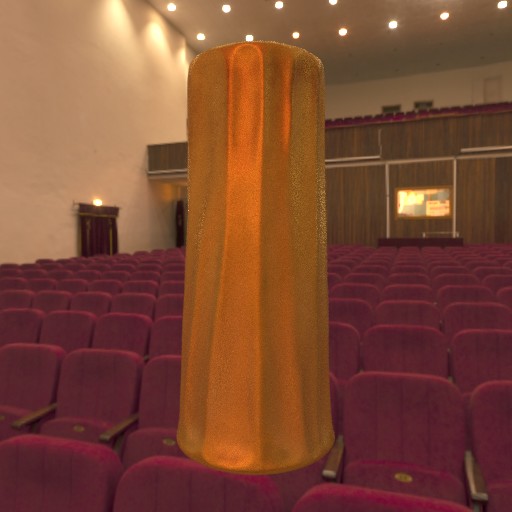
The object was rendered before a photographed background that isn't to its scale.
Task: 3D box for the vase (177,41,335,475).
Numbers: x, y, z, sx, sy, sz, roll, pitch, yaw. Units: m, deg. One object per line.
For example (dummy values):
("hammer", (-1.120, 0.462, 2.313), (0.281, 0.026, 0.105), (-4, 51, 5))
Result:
("vase", (0.000, 0.000, 0.172), (0.061, 0.143, 0.061), (0, 1, 0))
